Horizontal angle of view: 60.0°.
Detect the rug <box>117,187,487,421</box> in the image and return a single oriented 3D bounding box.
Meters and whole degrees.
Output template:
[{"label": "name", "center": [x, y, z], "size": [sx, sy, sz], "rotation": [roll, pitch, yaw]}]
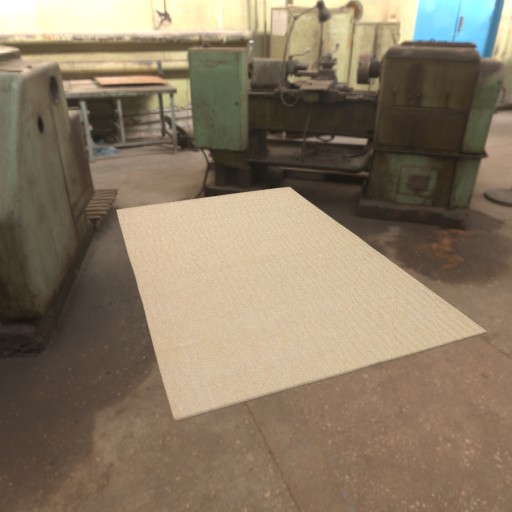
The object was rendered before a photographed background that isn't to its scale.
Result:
[{"label": "rug", "center": [0.000, 0.000, 2.300], "size": [1.238, 0.014, 1.848], "rotation": [-10, 29, -18]}]
